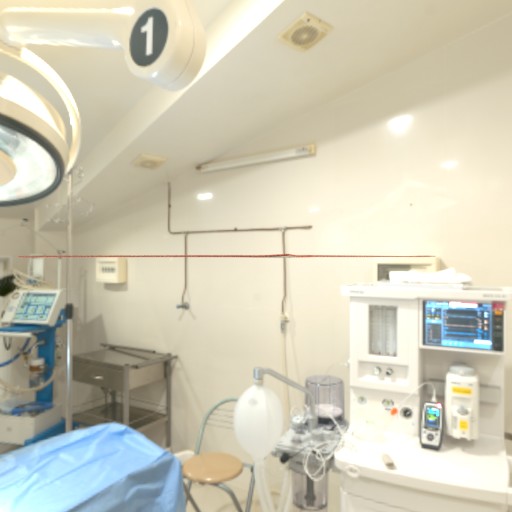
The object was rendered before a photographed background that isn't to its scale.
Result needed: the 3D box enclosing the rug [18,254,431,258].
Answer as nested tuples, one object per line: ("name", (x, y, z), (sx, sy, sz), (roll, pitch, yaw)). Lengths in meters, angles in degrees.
("rug", (0.000, 0.000, 4.083), (2.489, 0.030, 3.086), (0, 0, 34))
